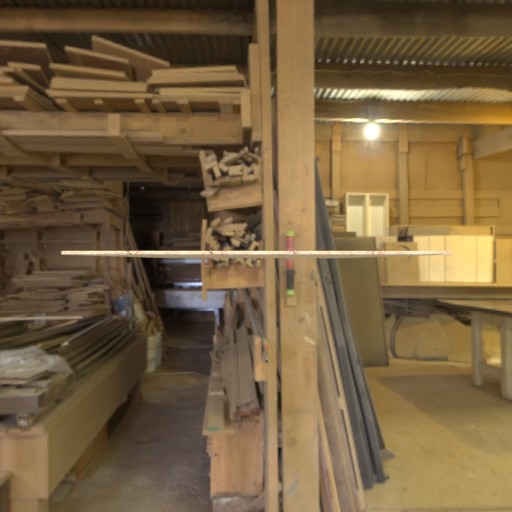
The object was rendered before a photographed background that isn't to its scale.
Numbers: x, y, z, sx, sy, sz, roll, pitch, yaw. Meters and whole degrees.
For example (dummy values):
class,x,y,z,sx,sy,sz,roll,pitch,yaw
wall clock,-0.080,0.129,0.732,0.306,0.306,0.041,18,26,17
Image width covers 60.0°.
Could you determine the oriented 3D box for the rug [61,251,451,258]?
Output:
class,x,y,z,sx,sy,sz,roll,pitch,yaw
rug,0.000,0.000,2.877,1.528,0.014,2.292,0,-1,0
